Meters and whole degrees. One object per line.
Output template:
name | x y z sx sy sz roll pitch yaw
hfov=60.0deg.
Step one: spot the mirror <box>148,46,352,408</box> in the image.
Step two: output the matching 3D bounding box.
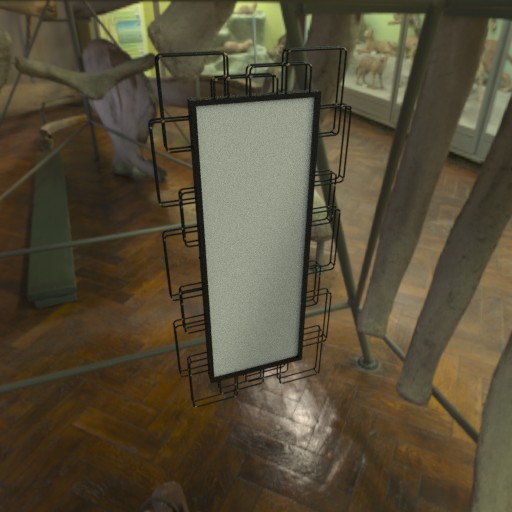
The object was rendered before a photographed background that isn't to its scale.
mirror | 0.000 0.000 1.407 0.565 1.192 0.037 -10 33 -17
